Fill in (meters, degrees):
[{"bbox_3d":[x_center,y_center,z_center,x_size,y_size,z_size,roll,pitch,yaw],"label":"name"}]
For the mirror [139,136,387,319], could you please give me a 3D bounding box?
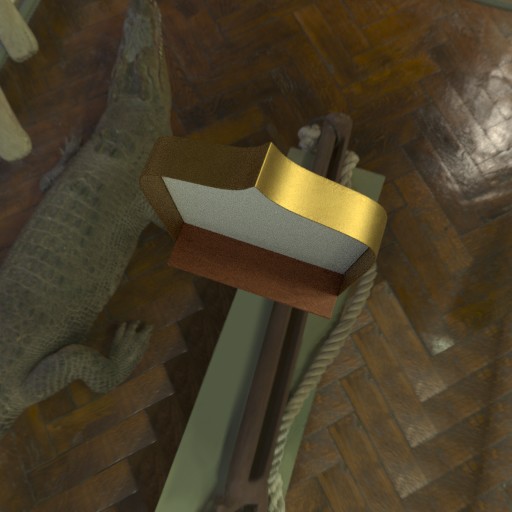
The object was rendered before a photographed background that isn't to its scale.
[{"bbox_3d":[0.000,0.000,0.743,0.323,0.613,0.096,18,77,4],"label":"mirror"}]
